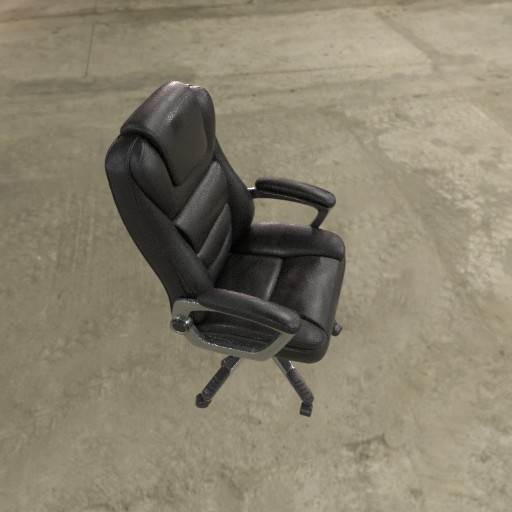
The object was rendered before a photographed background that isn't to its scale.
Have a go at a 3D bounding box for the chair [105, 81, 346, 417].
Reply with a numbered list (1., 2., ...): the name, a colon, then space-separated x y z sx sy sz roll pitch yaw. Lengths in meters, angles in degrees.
1. chair: 0.000 0.000 1.532 0.689 1.075 0.697 12 47 12
